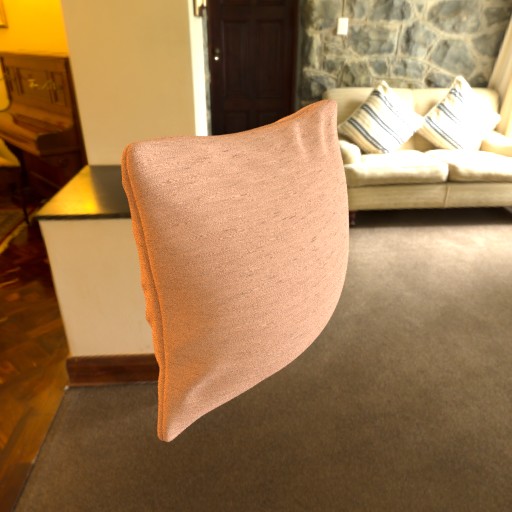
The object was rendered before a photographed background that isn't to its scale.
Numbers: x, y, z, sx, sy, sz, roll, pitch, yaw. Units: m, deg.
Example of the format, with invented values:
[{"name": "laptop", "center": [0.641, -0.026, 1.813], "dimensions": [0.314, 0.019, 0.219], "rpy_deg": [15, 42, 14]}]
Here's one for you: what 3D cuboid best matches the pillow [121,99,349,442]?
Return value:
[{"name": "pillow", "center": [0.000, 0.000, 0.675], "dimensions": [0.246, 0.415, 0.432], "rpy_deg": [18, 32, 32]}]
